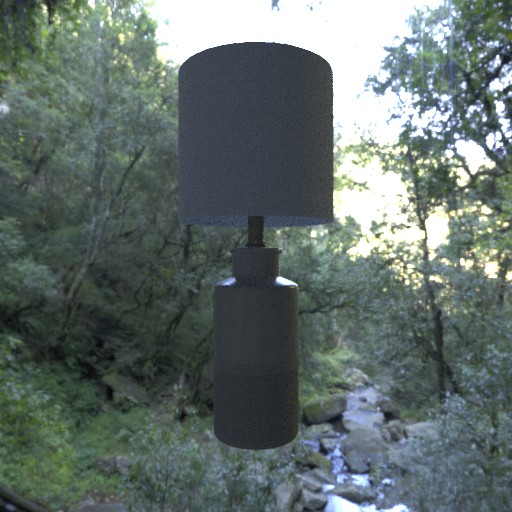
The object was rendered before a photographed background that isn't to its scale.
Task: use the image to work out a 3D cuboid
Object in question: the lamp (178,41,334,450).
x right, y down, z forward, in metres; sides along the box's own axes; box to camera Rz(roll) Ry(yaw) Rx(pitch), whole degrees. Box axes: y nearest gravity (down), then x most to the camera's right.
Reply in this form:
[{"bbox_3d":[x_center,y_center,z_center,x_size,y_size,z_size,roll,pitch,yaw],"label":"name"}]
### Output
[{"bbox_3d":[0.000,0.000,0.613,0.212,0.493,0.212,0,0,33],"label":"lamp"}]
